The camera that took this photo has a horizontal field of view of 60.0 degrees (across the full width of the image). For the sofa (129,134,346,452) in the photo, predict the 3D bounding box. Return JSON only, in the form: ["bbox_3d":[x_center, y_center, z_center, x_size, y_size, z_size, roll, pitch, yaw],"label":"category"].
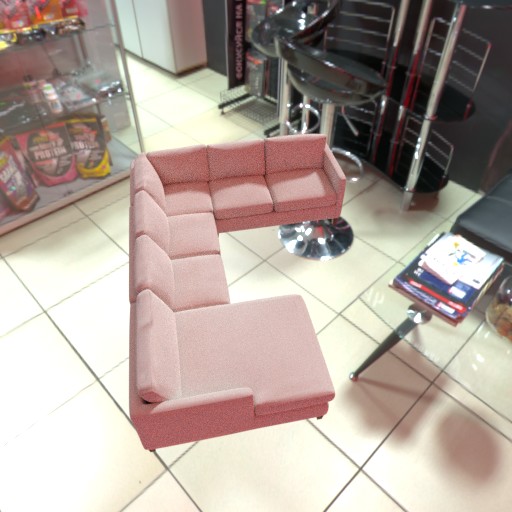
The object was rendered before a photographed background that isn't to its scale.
[{"bbox_3d":[0.000,0.000,4.746,2.593,0.956,3.459,-8,46,-8],"label":"sofa"}]
